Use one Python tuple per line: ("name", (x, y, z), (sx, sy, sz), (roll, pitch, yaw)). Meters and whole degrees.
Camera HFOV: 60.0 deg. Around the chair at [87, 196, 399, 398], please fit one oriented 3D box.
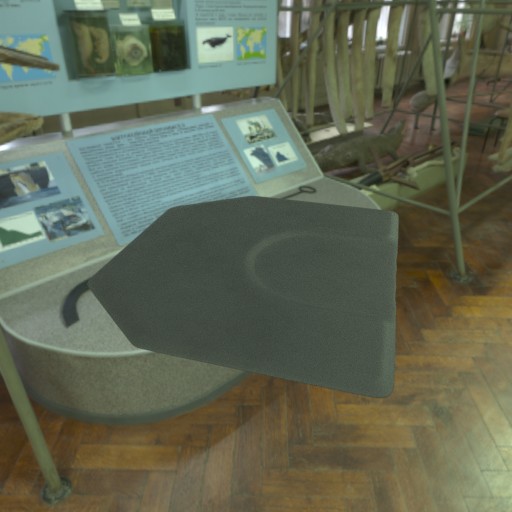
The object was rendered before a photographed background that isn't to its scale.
("chair", (0.000, 0.000, 1.982), (1.219, 0.024, 1.372), (8, 31, 14))
